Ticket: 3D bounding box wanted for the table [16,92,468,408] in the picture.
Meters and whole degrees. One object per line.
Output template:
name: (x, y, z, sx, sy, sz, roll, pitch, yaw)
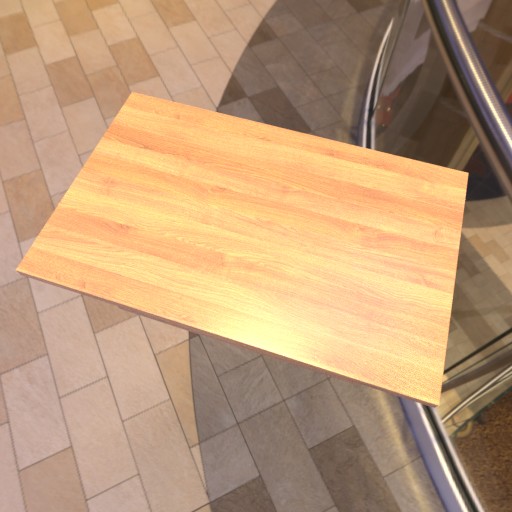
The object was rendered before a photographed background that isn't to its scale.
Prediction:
table: (0.000, 0.000, 1.434, 1.100, 0.442, 0.700, 16, 63, 9)
